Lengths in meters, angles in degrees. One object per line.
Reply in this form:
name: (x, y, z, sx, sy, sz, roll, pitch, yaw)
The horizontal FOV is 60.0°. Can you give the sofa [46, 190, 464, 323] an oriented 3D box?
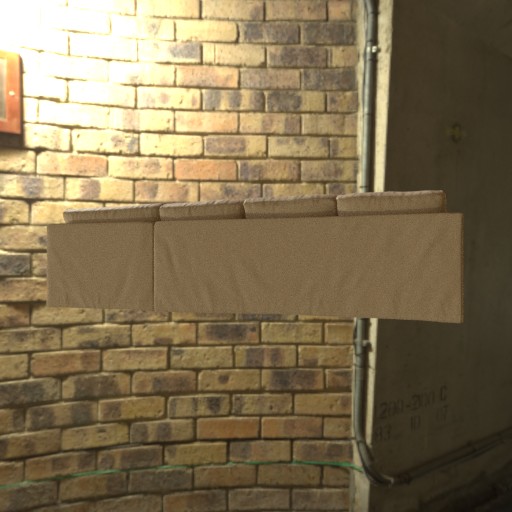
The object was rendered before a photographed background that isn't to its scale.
sofa: (0.000, 0.000, 3.964, 3.206, 0.871, 1.622, 0, -1, 17)
